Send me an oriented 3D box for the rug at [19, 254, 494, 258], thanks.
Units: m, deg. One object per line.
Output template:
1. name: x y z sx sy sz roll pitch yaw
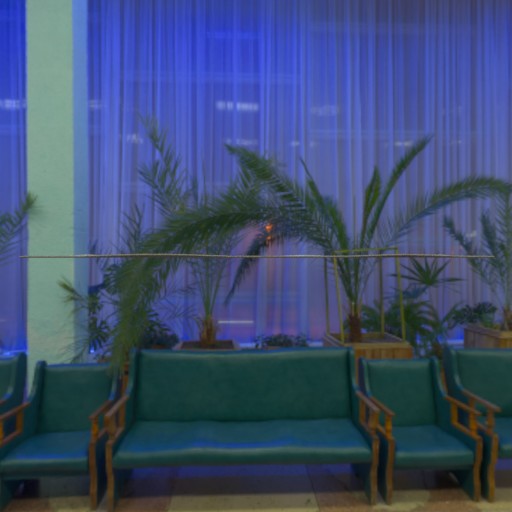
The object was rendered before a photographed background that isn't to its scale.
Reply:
1. rug: 0.000 0.000 4.320 3.333 0.027 2.428 0 0 -1
